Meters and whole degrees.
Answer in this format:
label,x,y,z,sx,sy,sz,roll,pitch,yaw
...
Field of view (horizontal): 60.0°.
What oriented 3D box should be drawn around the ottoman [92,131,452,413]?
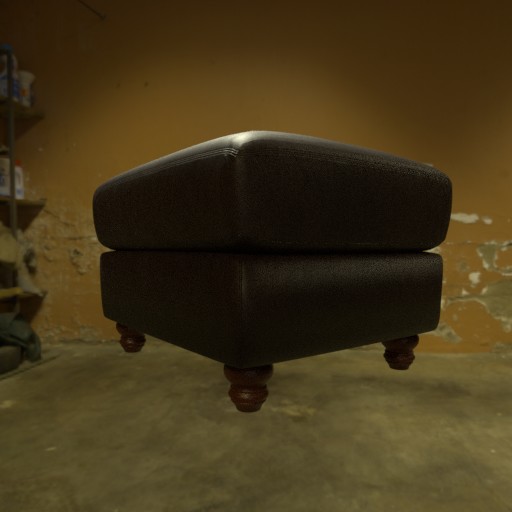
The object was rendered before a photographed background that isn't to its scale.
label,x,y,z,sx,sy,sz,roll,pitch,yaw
ottoman,0.000,0.000,1.221,0.670,0.569,0.806,-1,1,-37
